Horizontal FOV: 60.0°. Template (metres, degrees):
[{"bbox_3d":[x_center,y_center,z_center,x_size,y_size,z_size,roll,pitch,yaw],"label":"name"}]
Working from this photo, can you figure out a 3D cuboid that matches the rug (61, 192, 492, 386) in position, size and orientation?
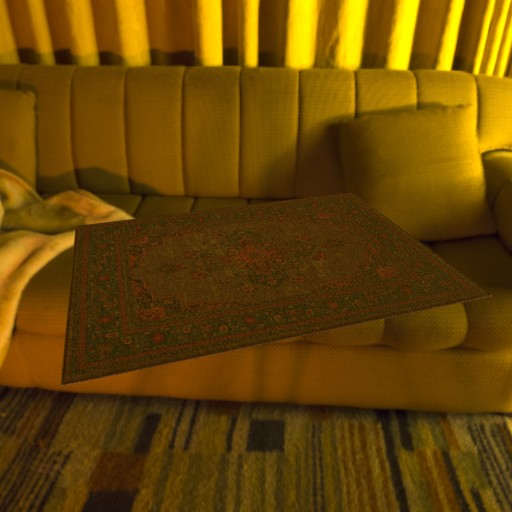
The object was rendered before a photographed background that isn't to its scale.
[{"bbox_3d":[0.000,0.000,2.805,2.214,0.013,1.609,-9,31,-15],"label":"rug"}]
